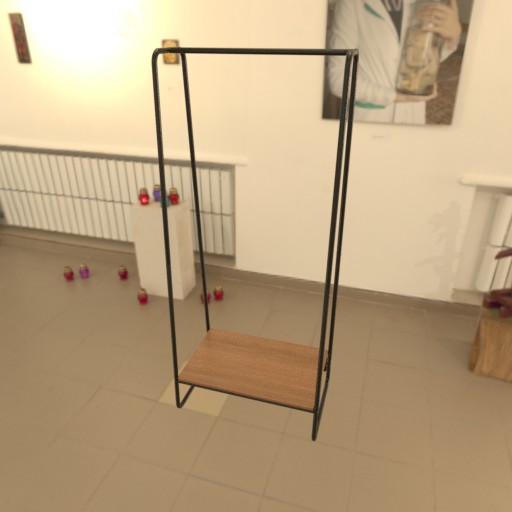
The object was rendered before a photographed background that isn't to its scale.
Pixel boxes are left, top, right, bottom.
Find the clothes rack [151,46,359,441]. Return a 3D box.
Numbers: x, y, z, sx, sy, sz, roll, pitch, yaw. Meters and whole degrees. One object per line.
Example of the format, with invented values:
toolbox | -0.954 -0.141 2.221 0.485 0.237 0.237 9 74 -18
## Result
clothes rack | 0.000 0.000 1.766 0.640 1.500 0.400 8 28 15
